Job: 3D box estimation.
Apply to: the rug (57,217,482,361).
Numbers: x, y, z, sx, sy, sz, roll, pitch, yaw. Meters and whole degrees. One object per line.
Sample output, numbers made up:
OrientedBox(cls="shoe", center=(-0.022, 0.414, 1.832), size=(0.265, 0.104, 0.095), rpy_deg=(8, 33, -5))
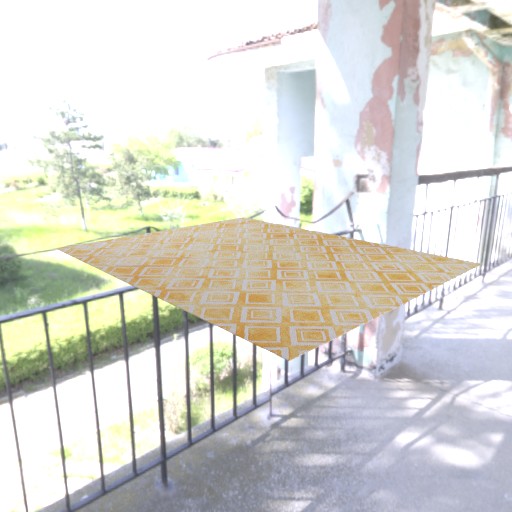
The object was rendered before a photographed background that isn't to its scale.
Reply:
OrientedBox(cls="rug", center=(0.000, 0.000, 4.025), size=(2.433, 0.011, 3.037), rpy_deg=(-14, 21, -42))
